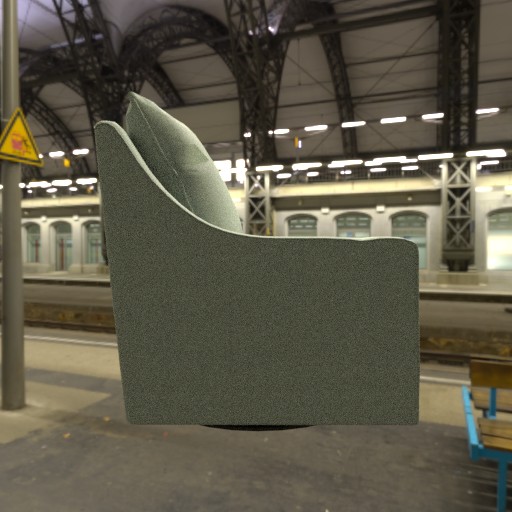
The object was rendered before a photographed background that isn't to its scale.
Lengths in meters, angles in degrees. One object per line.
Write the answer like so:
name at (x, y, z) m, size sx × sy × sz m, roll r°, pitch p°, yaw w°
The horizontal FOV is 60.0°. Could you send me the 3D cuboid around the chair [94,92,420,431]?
chair at (0.000, 0.000, 1.525) m, size 0.870 × 0.926 × 0.760 m, roll 0°, pitch 1°, yaw 0°
